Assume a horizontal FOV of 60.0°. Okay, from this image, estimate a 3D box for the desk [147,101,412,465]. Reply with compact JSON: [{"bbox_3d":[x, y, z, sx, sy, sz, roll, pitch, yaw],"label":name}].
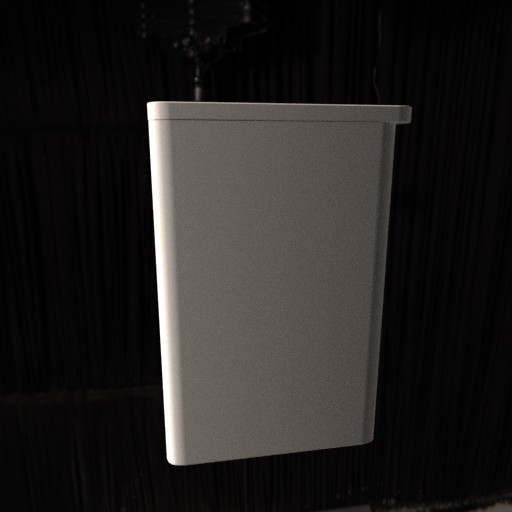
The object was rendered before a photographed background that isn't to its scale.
[{"bbox_3d":[0.000,0.000,1.331,0.549,0.800,0.762,-2,14,-10],"label":"desk"}]
